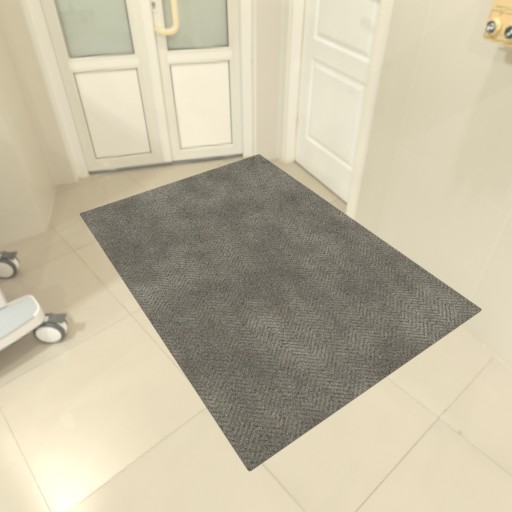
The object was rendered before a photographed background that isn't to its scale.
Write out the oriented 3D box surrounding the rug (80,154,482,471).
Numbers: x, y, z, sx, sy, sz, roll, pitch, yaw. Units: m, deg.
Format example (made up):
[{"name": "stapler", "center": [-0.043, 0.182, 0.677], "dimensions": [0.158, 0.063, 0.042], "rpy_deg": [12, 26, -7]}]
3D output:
[{"name": "rug", "center": [0.000, 0.000, 2.884], "dimensions": [1.600, 0.008, 2.235], "rpy_deg": [-24, 46, -25]}]
